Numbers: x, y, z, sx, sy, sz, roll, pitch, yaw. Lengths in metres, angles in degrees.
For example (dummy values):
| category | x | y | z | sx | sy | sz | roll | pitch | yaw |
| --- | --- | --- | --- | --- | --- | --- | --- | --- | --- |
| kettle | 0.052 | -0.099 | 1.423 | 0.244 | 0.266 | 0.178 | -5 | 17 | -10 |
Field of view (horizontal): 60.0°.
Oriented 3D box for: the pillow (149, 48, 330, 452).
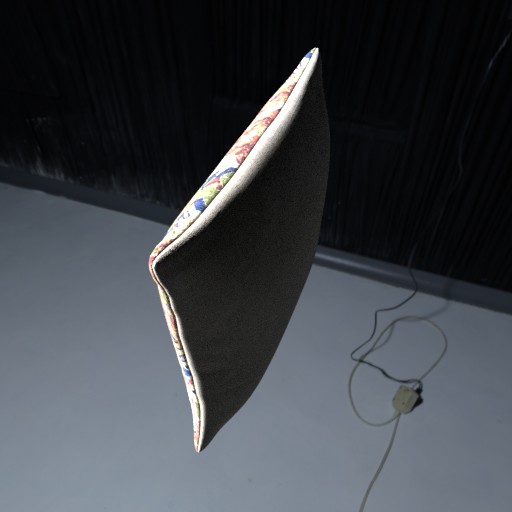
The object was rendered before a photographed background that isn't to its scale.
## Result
| category | x | y | z | sx | sy | sz | roll | pitch | yaw |
| --- | --- | --- | --- | --- | --- | --- | --- | --- | --- |
| pillow | 0.000 | 0.000 | 0.751 | 0.166 | 0.506 | 0.523 | 17 | 49 | 15 |
